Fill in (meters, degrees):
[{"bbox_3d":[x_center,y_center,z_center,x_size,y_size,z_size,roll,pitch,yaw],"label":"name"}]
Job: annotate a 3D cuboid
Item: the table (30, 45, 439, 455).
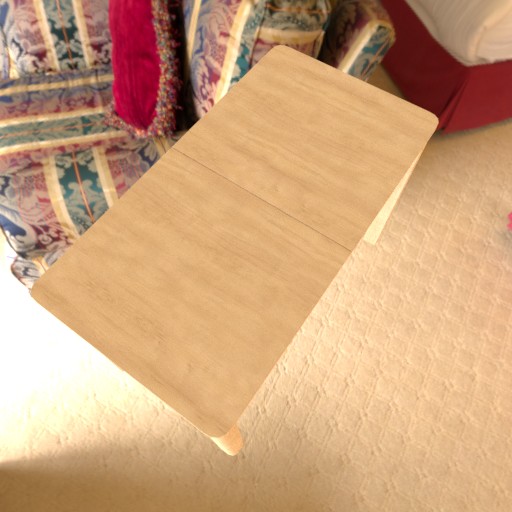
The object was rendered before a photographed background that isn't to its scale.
[{"bbox_3d":[0.000,0.000,1.917,0.750,0.900,1.400,32,67,15],"label":"table"}]
